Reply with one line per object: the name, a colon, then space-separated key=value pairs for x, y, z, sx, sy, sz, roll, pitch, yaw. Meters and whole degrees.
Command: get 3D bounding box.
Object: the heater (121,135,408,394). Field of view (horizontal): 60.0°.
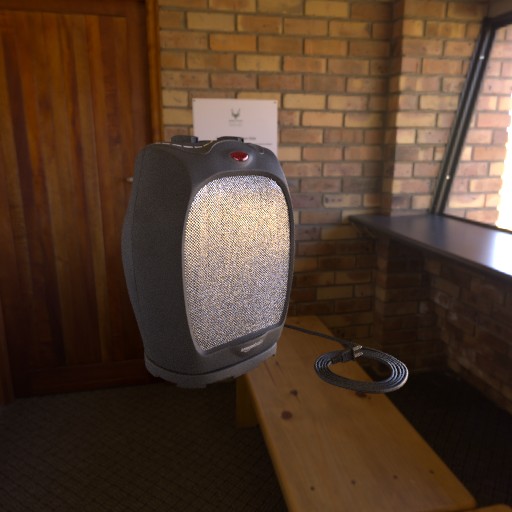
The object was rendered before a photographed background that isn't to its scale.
heater: x=0.000 y=0.000 z=0.484 sx=0.239 sy=0.255 sz=0.291 roll=-13 pitch=19 yaw=-42
